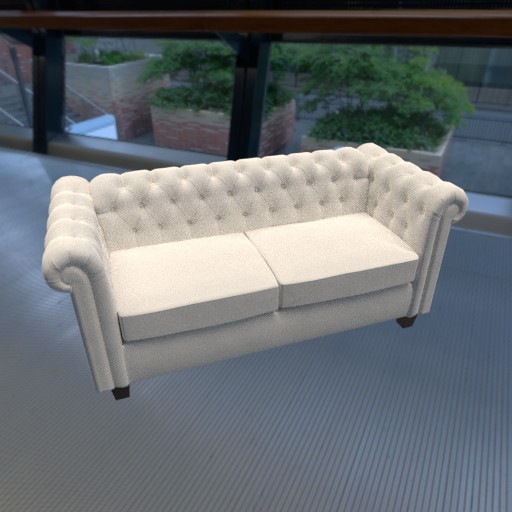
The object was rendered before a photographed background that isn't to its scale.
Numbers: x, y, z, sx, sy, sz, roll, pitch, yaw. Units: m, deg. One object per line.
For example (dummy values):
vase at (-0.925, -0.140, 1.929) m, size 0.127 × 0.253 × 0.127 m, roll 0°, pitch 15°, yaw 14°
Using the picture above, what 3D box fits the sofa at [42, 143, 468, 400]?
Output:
sofa at (0.000, 0.000, 2.210) m, size 1.798 × 0.796 × 0.771 m, roll -10°, pitch 32°, yaw -16°
